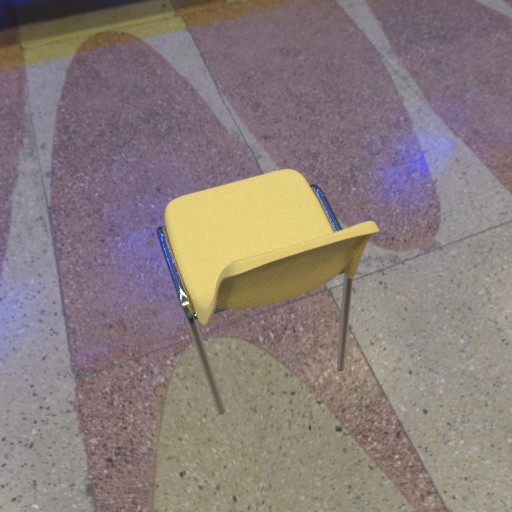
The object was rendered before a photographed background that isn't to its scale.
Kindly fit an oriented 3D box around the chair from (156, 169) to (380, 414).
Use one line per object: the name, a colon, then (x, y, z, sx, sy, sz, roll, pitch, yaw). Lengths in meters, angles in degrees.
chair: (0.000, 0.000, 0.970, 0.381, 0.704, 0.436, -17, 60, -10)
